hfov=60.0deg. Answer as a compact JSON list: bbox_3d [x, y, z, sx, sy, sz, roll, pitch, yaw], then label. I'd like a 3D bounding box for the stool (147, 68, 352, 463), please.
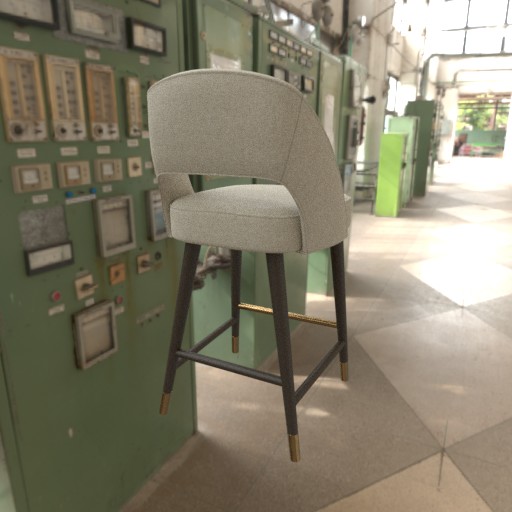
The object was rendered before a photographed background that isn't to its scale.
[{"bbox_3d":[0.000,0.000,1.269,0.494,0.940,0.509,8,17,26],"label":"stool"}]
